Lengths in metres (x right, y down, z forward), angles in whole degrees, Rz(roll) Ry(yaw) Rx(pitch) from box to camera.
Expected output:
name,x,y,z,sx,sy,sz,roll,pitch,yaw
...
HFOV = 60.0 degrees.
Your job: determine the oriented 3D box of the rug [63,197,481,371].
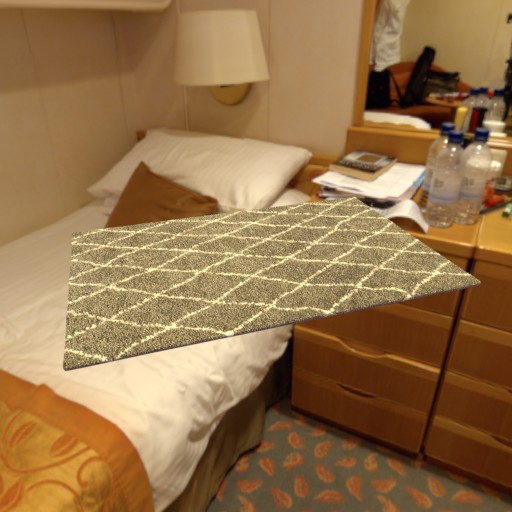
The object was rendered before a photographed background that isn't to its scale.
name,x,y,z,sx,sy,sz,roll,pitch,yaw
rug,0.000,0.000,3.460,2.743,0.030,1.778,-9,30,-16
